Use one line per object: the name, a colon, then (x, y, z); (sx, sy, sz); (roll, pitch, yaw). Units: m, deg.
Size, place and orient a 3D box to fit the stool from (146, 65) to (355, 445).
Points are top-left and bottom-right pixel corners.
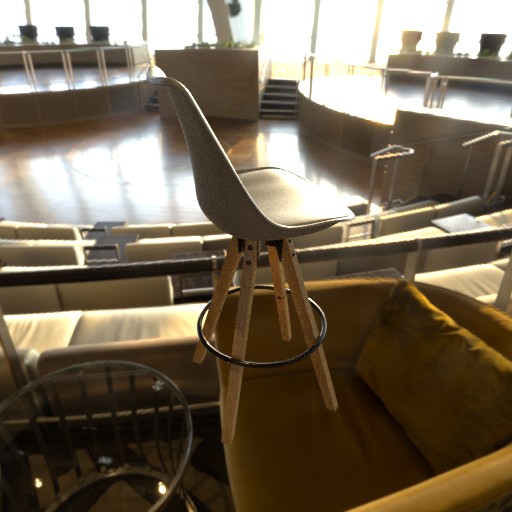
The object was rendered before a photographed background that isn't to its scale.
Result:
stool: (0.000, 0.000, 1.408); (0.550, 1.115, 0.485); (-10, 31, -18)
